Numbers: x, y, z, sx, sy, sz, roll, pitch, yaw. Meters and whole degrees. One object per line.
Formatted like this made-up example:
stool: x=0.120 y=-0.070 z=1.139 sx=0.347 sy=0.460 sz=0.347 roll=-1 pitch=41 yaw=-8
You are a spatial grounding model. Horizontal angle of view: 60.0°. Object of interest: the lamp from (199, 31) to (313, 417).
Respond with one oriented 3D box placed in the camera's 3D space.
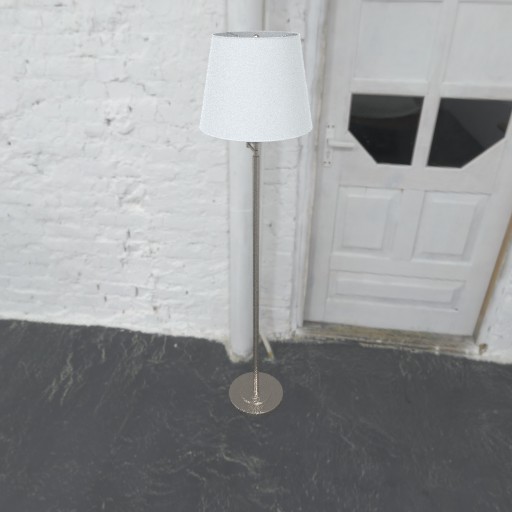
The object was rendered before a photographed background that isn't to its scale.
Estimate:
lamp: x=0.000 y=0.000 z=1.642 sx=0.355 sy=1.473 sz=0.355 roll=0 pitch=30 yaw=0
